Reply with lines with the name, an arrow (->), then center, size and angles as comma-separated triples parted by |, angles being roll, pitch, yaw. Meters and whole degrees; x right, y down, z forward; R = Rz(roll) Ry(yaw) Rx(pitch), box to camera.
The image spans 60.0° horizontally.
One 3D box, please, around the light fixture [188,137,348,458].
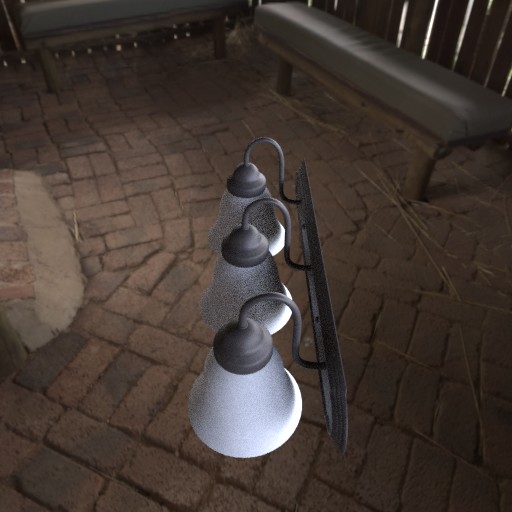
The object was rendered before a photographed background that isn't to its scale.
light fixture -> 0.000, 0.000, 0.714 | 0.199, 0.222, 0.610 | 0, 41, 0
